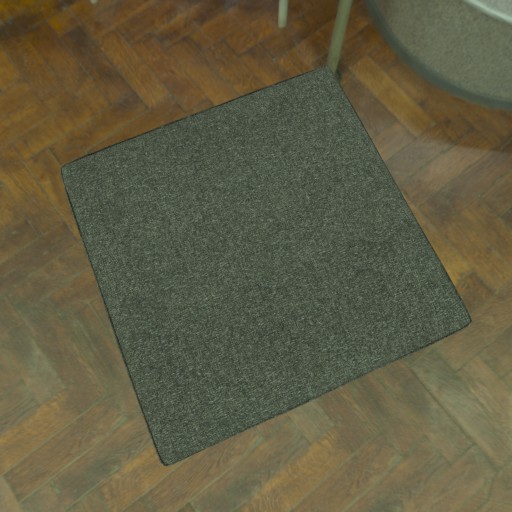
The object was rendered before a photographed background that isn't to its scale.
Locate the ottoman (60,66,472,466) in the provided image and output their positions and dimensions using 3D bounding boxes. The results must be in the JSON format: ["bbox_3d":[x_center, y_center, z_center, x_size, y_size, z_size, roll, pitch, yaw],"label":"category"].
[{"bbox_3d":[0.000,0.000,1.556,1.017,0.423,1.021,-22,76,-6],"label":"ottoman"}]
